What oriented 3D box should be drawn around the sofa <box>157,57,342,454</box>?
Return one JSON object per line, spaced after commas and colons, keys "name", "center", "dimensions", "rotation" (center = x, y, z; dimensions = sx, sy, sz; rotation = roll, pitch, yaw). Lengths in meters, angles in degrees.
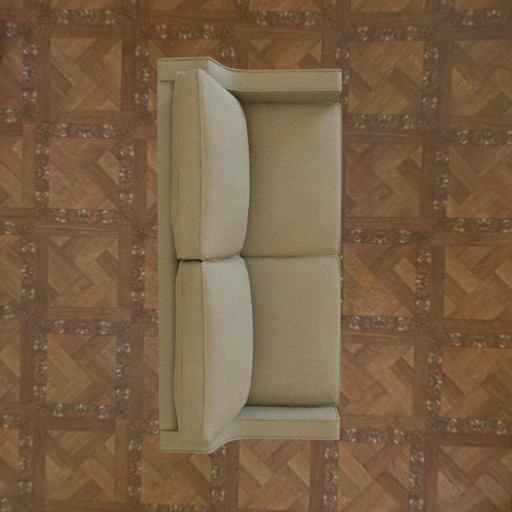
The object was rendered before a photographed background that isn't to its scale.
{"name": "sofa", "center": [0.000, 0.000, 2.779], "dimensions": [1.066, 1.071, 2.178], "rotation": [0, 92, 3]}
